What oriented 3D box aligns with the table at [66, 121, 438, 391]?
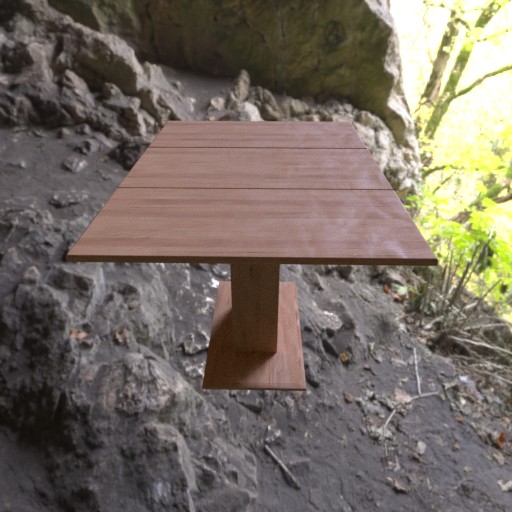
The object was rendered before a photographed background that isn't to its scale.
[{"bbox_3d":[0.000,0.000,1.821,0.900,0.770,1.300,1,31,1],"label":"table"}]
